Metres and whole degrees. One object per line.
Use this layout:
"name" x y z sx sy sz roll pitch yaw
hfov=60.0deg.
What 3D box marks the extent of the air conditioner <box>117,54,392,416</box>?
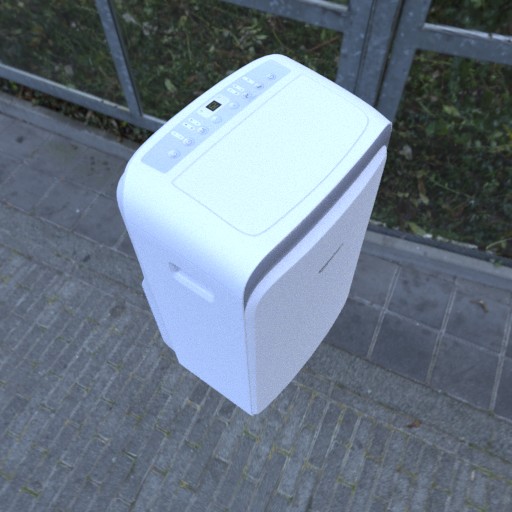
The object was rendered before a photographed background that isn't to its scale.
"air conditioner" 0.000 0.000 0.953 0.365 0.700 0.454 34 64 20
